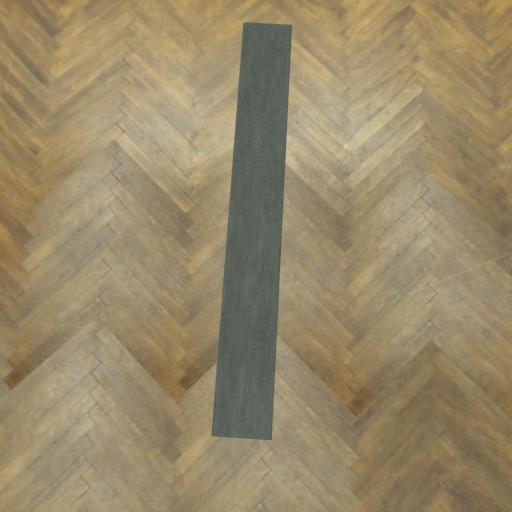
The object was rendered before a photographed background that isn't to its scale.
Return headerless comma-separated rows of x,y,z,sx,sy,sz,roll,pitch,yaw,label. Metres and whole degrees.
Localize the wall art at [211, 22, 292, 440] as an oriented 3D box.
0.000,0.000,0.457,0.038,0.302,0.303,3,77,1,wall art
